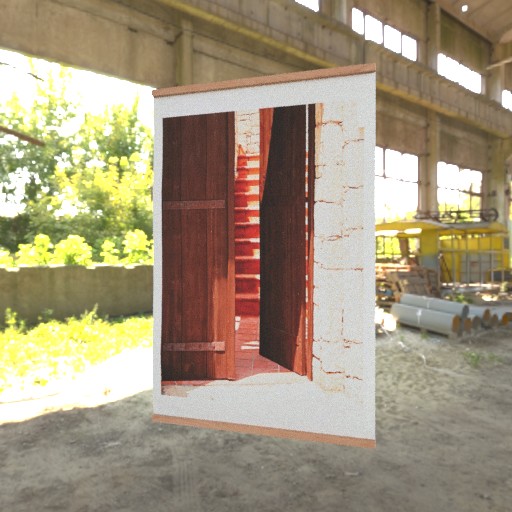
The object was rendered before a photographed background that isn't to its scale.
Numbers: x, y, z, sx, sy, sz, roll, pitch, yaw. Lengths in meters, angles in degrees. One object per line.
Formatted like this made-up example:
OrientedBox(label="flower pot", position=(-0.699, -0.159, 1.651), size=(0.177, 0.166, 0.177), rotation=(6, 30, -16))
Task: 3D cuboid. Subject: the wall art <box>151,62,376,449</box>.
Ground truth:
OrientedBox(label="wall art", position=(0.000, 0.000, 0.637), size=(0.332, 0.508, 0.012), rotation=(0, 0, 17))
